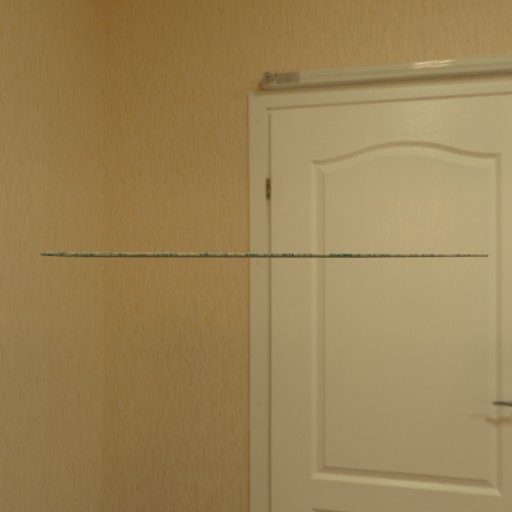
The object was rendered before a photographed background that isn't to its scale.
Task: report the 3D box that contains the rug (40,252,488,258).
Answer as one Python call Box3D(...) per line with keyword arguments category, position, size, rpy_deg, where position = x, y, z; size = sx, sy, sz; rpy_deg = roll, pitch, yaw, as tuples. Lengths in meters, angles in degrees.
Box3D(category="rug", position=(0.000, 0.000, 2.992), size=(2.439, 0.015, 1.524), rpy_deg=(0, 0, -18))
